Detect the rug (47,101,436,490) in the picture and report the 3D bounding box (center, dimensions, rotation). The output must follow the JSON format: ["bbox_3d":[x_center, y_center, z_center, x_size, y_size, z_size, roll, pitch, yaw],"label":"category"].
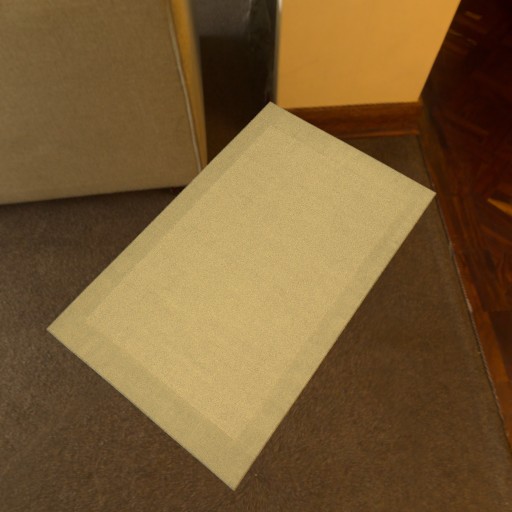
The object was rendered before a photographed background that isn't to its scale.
[{"bbox_3d":[0.000,0.000,3.058,1.524,0.014,2.438,34,68,15],"label":"rug"}]
